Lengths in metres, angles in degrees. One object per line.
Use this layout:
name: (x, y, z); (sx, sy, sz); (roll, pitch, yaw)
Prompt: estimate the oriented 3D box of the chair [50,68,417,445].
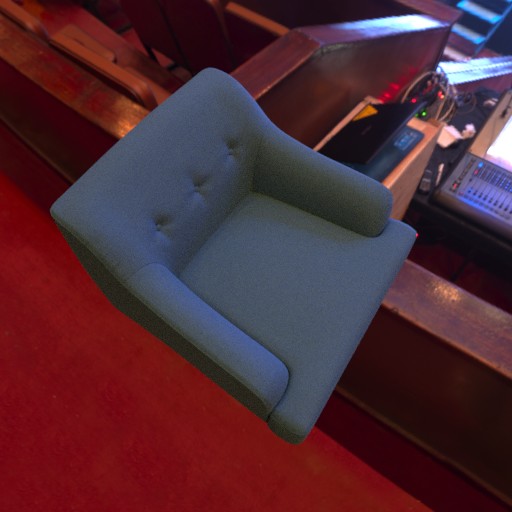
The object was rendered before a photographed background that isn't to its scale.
chair: (0.000, 0.000, 1.655); (0.951, 0.818, 0.946); (29, 63, 16)
